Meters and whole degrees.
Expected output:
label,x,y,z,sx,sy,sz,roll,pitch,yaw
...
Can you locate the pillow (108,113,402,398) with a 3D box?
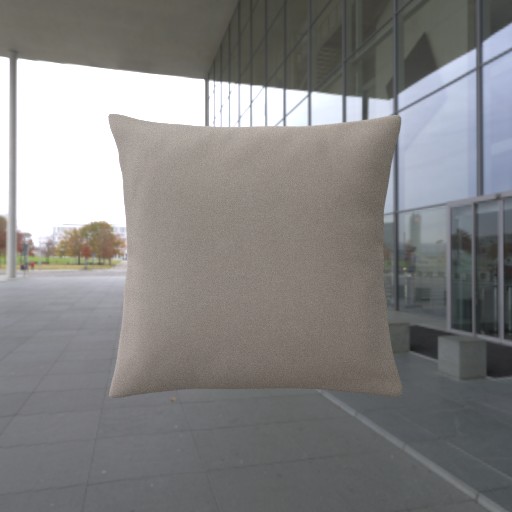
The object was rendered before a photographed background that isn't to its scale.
label,x,y,z,sx,sy,sz,roll,pitch,yaw
pillow,0.000,0.000,0.794,0.526,0.507,0.166,0,-1,-1
